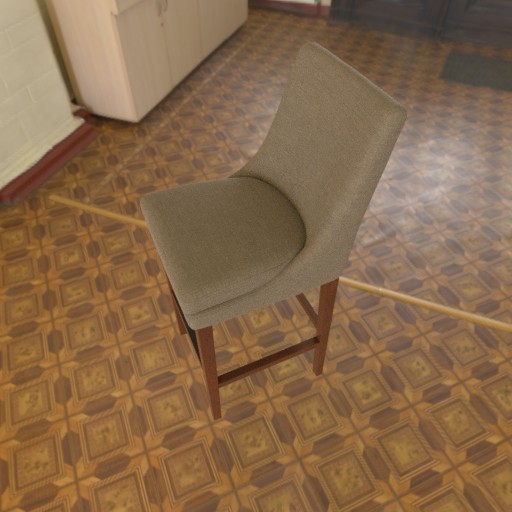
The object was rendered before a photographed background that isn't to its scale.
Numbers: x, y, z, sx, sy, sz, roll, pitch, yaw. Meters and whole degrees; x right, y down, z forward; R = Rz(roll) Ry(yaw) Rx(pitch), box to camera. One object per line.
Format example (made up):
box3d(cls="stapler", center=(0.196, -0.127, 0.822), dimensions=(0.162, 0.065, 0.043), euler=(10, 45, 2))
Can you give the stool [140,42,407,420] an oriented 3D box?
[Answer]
box3d(cls="stool", center=(0.000, 0.000, 1.382), dimensions=(0.577, 1.078, 0.470), euler=(-18, 49, -16))
